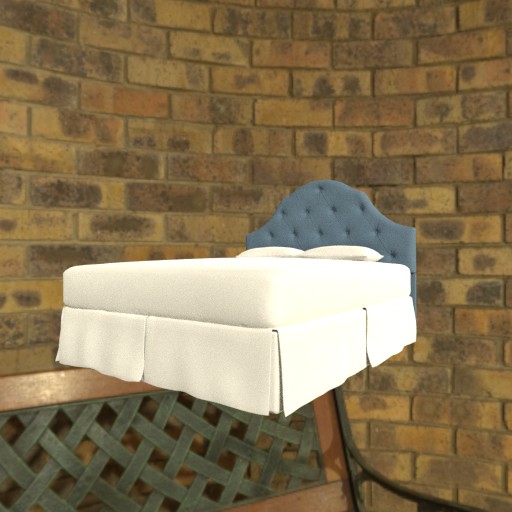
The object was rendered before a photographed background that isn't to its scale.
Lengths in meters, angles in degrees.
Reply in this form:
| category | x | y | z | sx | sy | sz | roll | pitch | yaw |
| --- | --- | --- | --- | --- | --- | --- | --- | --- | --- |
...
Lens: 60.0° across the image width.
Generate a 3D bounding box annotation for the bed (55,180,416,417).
| category | x | y | z | sx | sy | sz | roll | pitch | yaw |
| --- | --- | --- | --- | --- | --- | --- | --- | --- | --- |
| bed | 0.000 | 0.000 | 3.733 | 2.039 | 1.617 | 2.477 | 0 | 0 | 35 |
